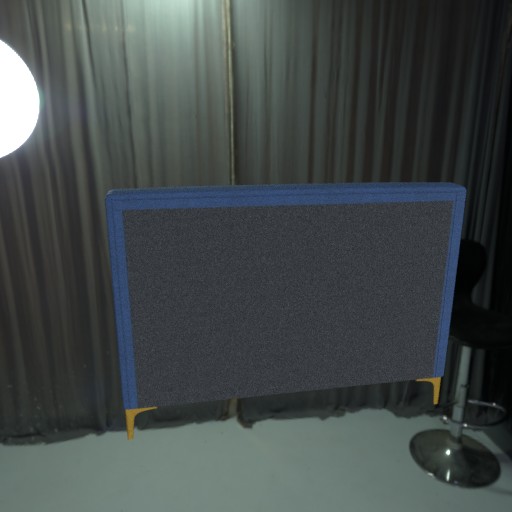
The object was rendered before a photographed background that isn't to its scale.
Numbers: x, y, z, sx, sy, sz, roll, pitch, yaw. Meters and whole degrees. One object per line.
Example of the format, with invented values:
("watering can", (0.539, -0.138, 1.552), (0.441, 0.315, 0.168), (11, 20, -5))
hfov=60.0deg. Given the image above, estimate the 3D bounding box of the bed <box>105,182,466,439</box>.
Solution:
("bed", (0.000, 0.000, 3.190), (1.723, 1.231, 2.172), (-3, 15, -10))
